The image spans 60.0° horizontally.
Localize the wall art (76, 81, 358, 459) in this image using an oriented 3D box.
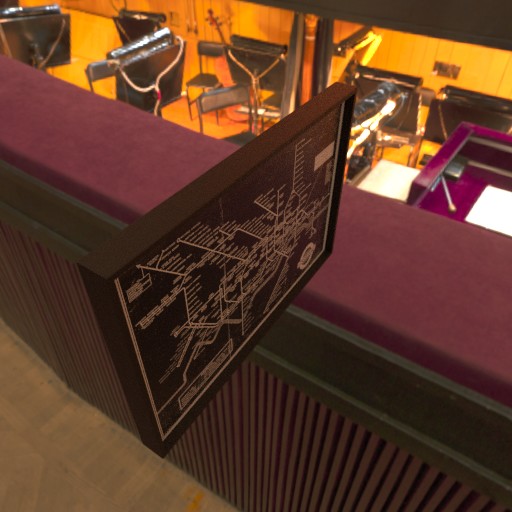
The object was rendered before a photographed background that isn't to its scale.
[{"bbox_3d":[0.000,0.000,0.860,0.051,0.456,0.671,24,47,25],"label":"wall art"}]
